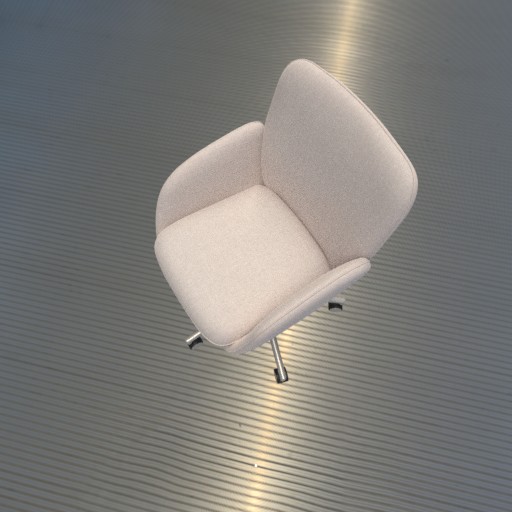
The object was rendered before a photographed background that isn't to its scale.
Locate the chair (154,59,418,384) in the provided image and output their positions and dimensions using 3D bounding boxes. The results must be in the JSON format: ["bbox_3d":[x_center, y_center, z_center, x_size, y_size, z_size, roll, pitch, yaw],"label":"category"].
[{"bbox_3d":[0.000,0.000,1.392,0.633,0.959,0.648,-30,68,-13],"label":"chair"}]
